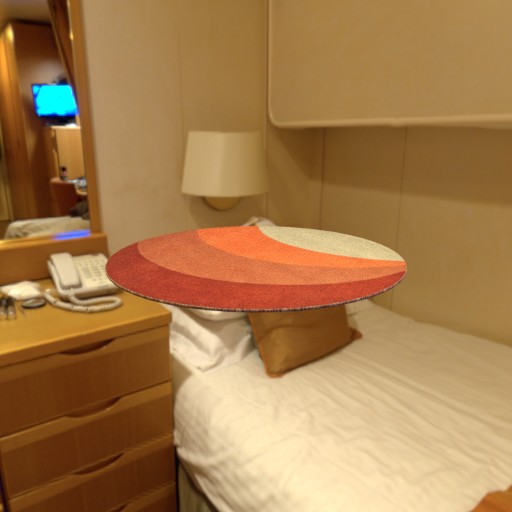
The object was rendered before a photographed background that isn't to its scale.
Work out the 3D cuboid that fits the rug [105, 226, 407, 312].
[{"bbox_3d":[0.000,0.000,2.339,1.514,0.015,1.514,0,15,0],"label":"rug"}]
